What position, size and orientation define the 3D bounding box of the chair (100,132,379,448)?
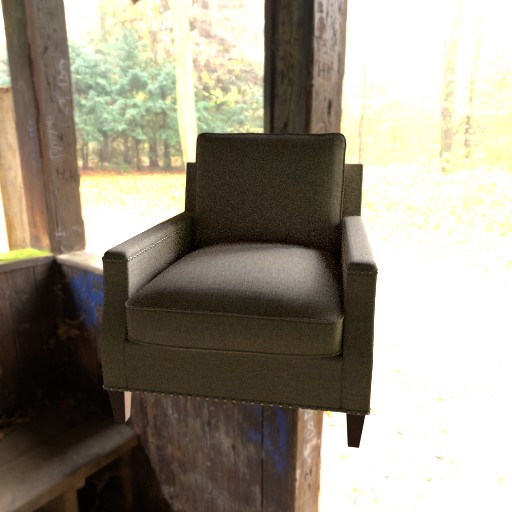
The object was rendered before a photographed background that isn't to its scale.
[{"bbox_3d":[0.000,0.000,1.735,0.853,0.943,1.014,3,15,9],"label":"chair"}]
